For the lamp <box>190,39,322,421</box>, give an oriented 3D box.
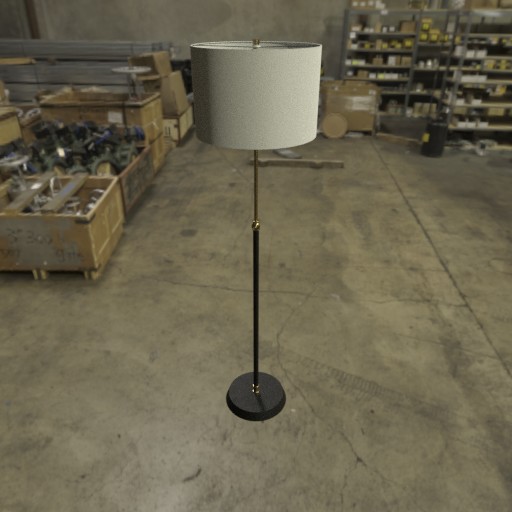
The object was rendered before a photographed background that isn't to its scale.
[{"bbox_3d":[0.000,0.000,1.723,0.404,1.517,0.404,2,29,3],"label":"lamp"}]
